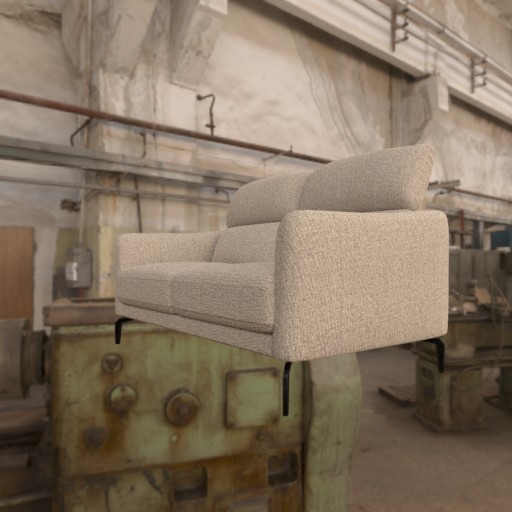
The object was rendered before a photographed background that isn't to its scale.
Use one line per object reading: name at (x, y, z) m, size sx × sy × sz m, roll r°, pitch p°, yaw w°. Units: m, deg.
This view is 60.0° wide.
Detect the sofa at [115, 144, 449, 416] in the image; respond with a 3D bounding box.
sofa at (0.000, 0.000, 2.107) m, size 0.905 × 0.950 × 1.540 m, roll 1°, pitch -1°, yaw -37°
